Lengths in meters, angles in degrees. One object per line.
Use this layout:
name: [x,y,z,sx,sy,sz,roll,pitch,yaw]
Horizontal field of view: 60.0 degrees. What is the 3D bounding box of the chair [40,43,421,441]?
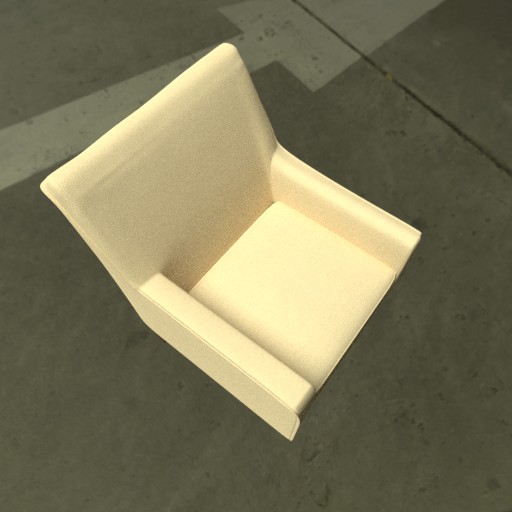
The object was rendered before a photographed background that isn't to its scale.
chair: [0.000,0.000,1.575,0.899,0.919,0.780,34,65,18]
